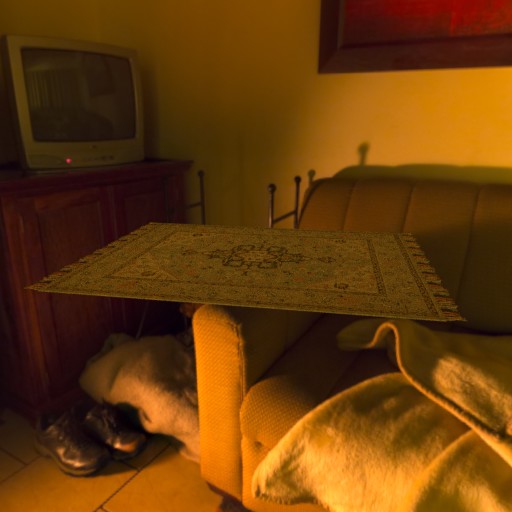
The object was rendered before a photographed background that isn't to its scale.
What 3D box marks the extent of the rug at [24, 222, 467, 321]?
[{"bbox_3d":[0.000,0.000,3.500,2.651,0.010,1.971,3,17,10],"label":"rug"}]
